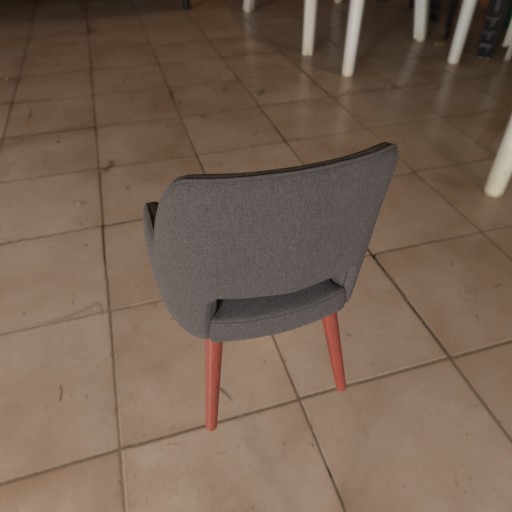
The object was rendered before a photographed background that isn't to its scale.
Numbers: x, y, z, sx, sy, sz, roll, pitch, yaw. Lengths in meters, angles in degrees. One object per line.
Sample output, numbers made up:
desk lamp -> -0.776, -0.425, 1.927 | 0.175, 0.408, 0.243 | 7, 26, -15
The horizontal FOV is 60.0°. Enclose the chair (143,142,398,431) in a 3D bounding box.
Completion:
chair -> 0.000, 0.000, 1.211 | 0.559, 0.838, 0.560 | -12, 43, -13
